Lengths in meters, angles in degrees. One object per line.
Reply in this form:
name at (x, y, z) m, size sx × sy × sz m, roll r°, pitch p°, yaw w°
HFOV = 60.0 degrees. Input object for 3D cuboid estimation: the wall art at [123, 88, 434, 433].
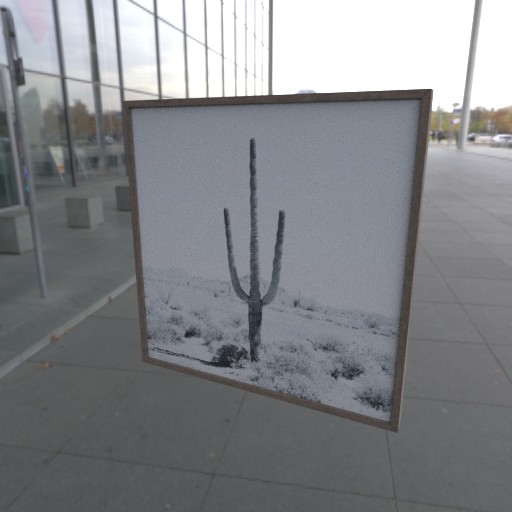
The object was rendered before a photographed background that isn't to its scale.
wall art at (0.000, 0.000, 1.120) m, size 0.762 × 0.762 × 0.038 m, roll 8°, pitch 17°, yaw 25°
